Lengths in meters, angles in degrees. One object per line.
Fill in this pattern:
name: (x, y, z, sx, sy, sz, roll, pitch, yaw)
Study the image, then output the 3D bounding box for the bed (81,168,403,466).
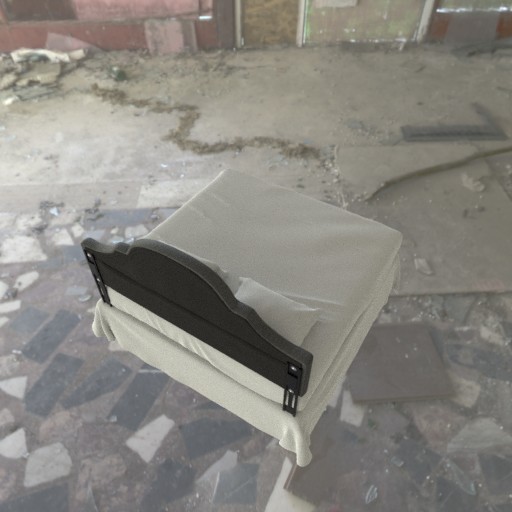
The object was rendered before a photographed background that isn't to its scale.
bed: (0.000, 0.000, 3.869, 2.303, 1.631, 2.222, 25, 50, 22)
